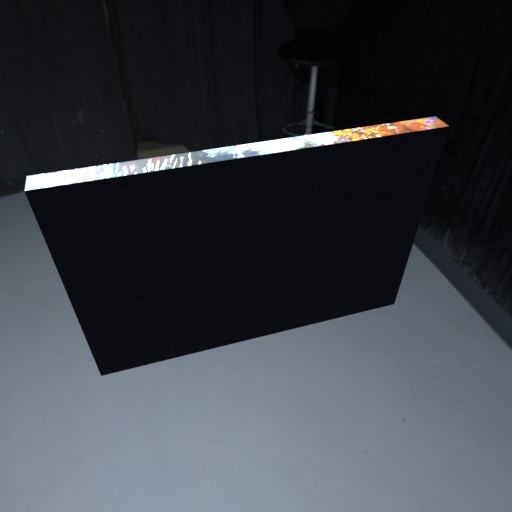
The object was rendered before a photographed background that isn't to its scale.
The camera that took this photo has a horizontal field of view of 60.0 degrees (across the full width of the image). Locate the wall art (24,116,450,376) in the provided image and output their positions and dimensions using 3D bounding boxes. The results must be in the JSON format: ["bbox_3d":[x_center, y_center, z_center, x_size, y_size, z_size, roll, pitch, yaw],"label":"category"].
[{"bbox_3d":[0.000,0.000,0.763,0.610,0.406,0.037,-11,43,-12],"label":"wall art"}]
